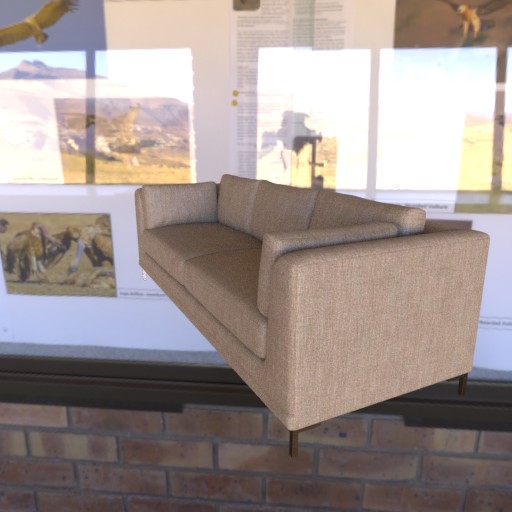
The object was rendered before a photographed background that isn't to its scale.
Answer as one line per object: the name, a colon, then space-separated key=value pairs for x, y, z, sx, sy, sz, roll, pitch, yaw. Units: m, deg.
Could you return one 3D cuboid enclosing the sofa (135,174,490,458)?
sofa: x=0.000 y=0.000 z=2.742 sx=0.969 sy=0.867 sz=2.415 roll=-7 pitch=17 yaw=-26
